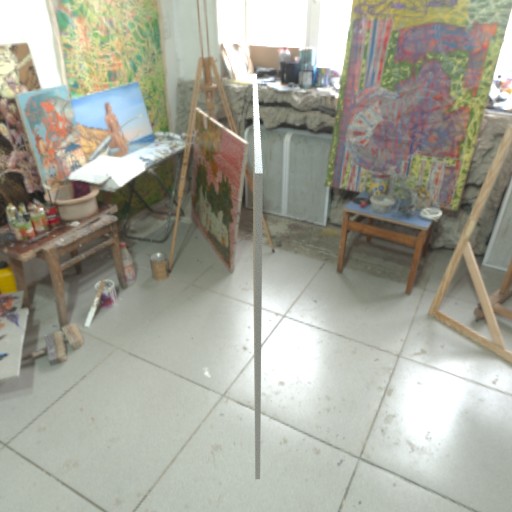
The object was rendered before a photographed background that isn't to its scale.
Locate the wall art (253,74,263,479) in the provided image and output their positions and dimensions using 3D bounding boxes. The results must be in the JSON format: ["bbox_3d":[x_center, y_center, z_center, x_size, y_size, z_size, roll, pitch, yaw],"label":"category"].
[{"bbox_3d":[0.000,0.000,0.695,0.007,0.456,0.456,0,32,-1],"label":"wall art"}]
